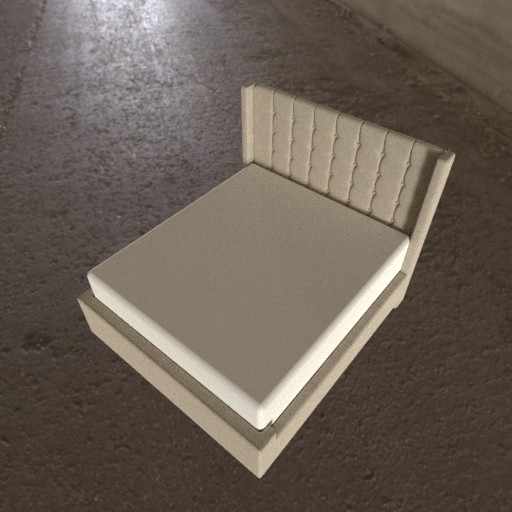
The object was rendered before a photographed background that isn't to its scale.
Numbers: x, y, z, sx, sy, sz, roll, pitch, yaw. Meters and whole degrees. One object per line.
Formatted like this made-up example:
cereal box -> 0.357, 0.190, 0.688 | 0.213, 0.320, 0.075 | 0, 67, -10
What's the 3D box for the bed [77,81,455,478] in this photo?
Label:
bed -> 0.000, 0.000, 3.806 | 2.045, 1.743, 2.370 | 30, 52, 27
